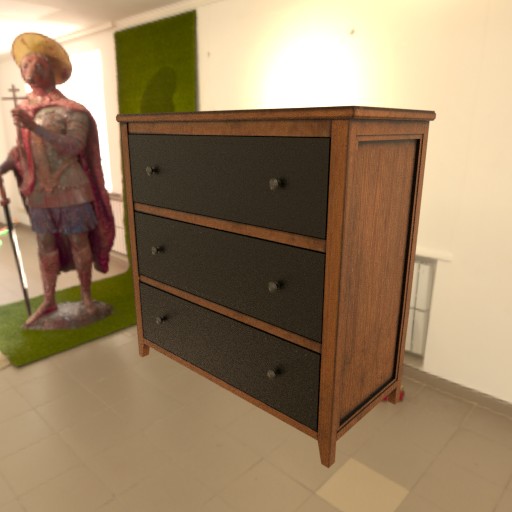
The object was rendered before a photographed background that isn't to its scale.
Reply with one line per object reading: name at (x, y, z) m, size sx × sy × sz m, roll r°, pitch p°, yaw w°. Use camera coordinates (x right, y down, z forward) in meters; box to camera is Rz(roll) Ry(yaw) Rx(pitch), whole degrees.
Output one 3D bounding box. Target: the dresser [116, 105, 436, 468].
dresser at (0.000, 0.000, 1.989) m, size 1.250 × 1.224 × 0.591 m, roll 14°, pitch 22°, yaw 41°
